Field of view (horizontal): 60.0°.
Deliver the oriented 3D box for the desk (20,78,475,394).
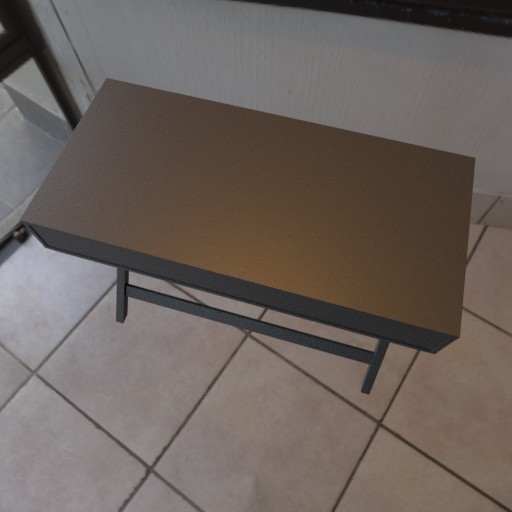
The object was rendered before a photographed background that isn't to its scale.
[{"bbox_3d":[0.000,0.000,1.474,1.057,0.780,0.504,15,65,7],"label":"desk"}]
